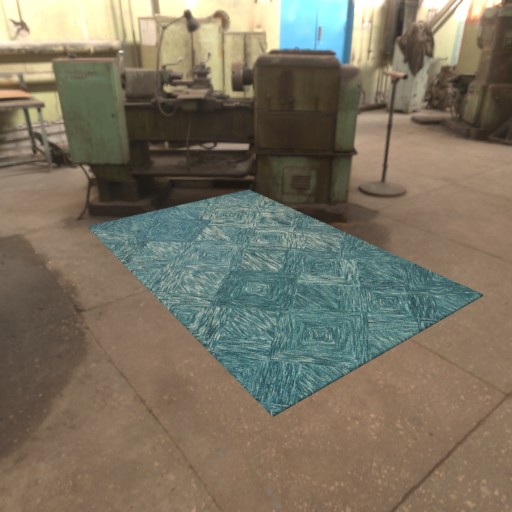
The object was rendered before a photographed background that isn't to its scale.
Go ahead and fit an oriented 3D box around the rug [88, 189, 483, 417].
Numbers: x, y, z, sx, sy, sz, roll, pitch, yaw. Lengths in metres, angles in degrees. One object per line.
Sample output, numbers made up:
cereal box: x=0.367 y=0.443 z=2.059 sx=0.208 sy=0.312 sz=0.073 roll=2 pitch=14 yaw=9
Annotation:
rug: x=0.000 y=0.000 z=2.905 sx=1.490 sy=0.015 sz=2.277 roll=-18 pitch=32 yaw=-32
